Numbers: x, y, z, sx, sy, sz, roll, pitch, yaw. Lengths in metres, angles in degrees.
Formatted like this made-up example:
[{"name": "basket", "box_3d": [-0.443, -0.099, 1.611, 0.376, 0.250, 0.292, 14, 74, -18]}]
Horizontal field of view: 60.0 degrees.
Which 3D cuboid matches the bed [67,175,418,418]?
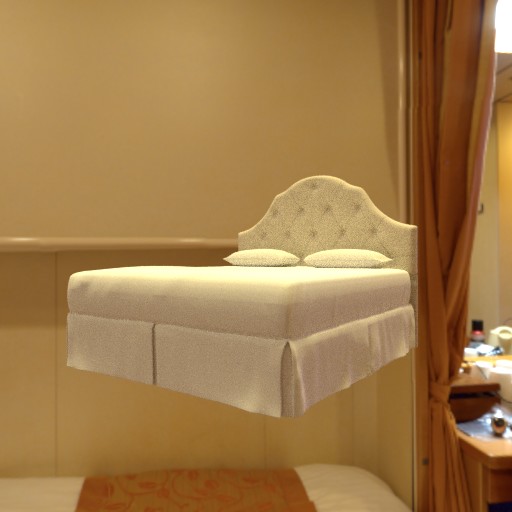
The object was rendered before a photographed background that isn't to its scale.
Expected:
[{"name": "bed", "box_3d": [0.000, 0.000, 3.590, 2.008, 1.615, 2.214, 0, 0, 35]}]
